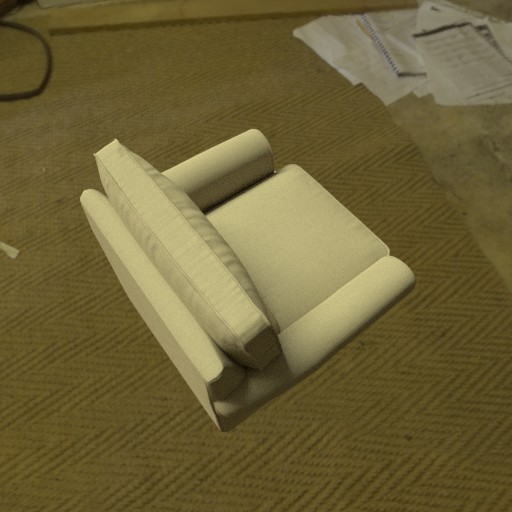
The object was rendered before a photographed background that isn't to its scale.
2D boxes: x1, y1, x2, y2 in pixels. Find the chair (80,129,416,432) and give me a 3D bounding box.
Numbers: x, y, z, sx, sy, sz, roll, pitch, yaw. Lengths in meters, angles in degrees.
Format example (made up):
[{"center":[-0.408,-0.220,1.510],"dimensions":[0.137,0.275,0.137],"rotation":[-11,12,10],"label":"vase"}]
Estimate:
[{"center":[0.000,0.000,1.783],"dimensions":[0.966,0.967,1.029],"rotation":[-33,63,-19],"label":"chair"}]
